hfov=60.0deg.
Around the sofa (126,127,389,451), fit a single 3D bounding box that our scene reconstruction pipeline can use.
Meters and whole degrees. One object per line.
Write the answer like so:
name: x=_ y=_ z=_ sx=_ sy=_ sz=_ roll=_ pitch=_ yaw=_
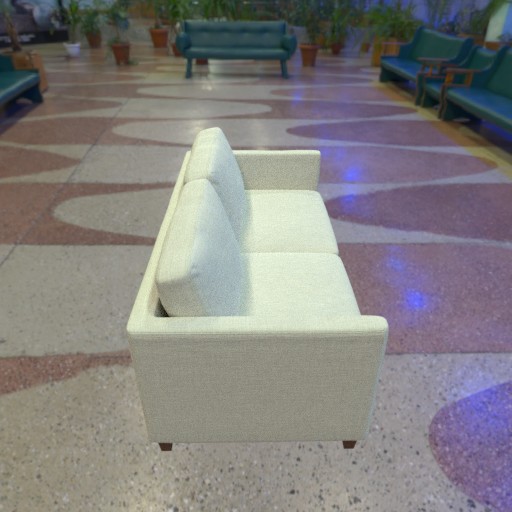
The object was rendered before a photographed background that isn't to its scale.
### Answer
sofa: x=0.000 y=0.000 z=2.437 sx=0.950 sy=0.963 sz=1.838 roll=0 pitch=33 yaw=-1
